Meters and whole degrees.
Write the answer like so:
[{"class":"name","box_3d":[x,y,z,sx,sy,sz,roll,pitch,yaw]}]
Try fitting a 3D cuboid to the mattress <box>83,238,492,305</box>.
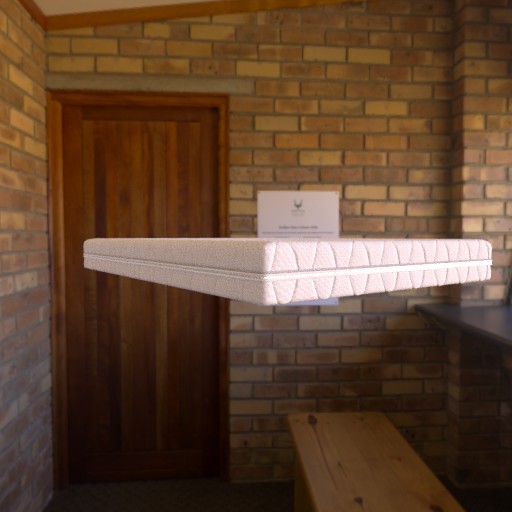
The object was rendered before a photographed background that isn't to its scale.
[{"class":"mattress","box_3d":[0.000,0.000,2.552,1.400,0.200,2.000,-2,3,-36]}]
